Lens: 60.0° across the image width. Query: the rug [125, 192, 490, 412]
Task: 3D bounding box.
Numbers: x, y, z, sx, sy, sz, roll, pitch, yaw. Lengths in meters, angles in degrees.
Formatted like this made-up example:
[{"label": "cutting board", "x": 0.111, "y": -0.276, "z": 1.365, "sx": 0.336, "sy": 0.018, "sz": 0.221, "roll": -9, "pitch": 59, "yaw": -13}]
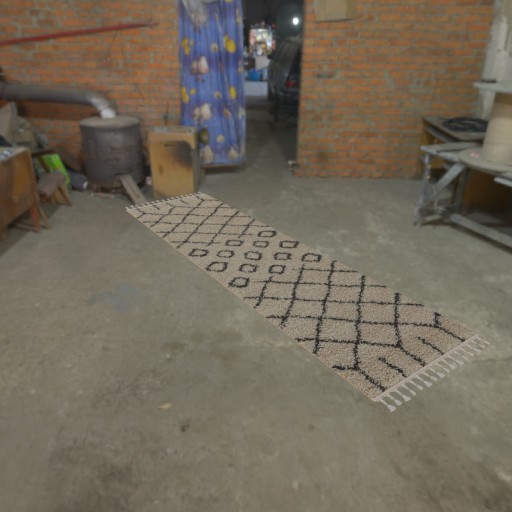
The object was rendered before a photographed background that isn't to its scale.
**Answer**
[{"label": "rug", "x": 0.000, "y": 0.000, "z": 2.555, "sx": 0.660, "sy": 0.005, "sz": 2.464, "roll": -18, "pitch": 31, "yaw": -31}]
